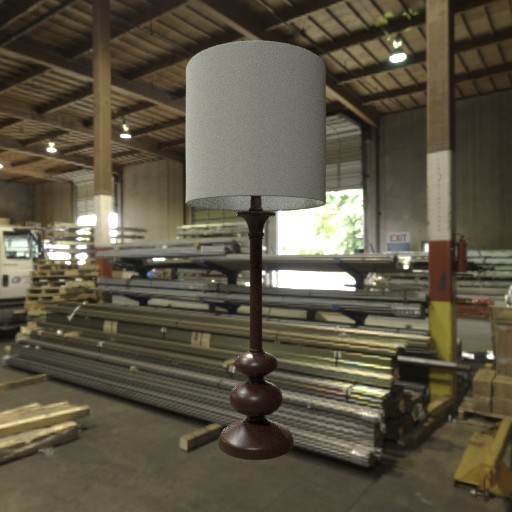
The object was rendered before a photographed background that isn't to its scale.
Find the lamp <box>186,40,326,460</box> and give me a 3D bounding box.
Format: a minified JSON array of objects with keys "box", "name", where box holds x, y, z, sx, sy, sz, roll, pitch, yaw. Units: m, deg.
[{"box":[0.000,0.000,0.812,0.254,0.690,0.254,0,0,36],"name":"lamp"}]
